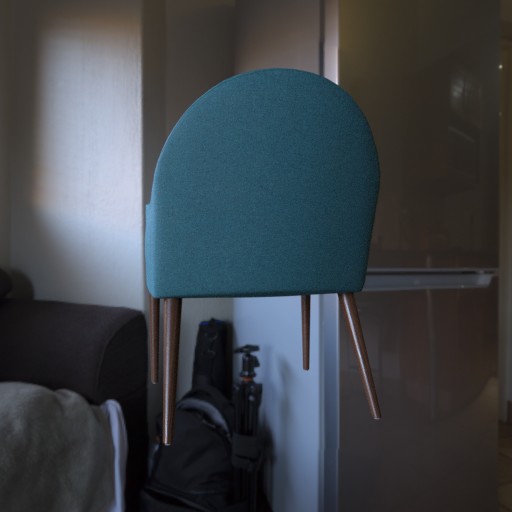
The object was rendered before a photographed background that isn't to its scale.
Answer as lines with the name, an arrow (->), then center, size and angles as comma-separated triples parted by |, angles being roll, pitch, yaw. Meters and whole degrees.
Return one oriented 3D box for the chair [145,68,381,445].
chair -> 0.000, 0.000, 1.369 | 0.656, 0.907, 0.652 | 0, 1, -16
